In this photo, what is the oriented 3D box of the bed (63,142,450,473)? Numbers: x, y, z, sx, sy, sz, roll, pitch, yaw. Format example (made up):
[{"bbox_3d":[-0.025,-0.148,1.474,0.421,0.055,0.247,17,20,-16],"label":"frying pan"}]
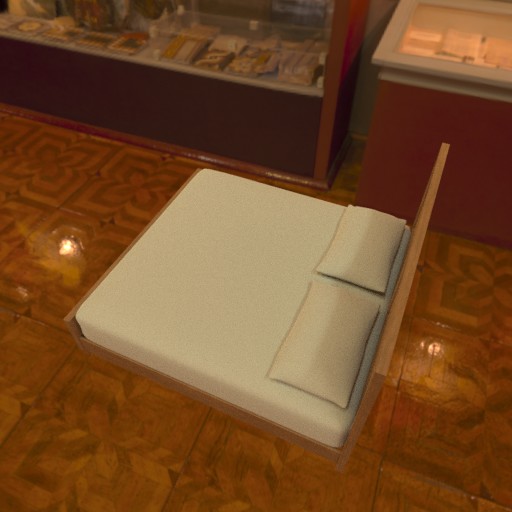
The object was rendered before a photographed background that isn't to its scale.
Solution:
[{"bbox_3d":[0.000,0.000,3.415,2.184,1.387,2.003,18,50,16],"label":"bed"}]
